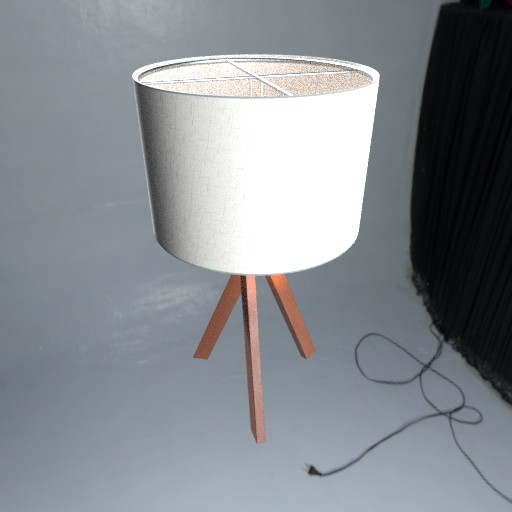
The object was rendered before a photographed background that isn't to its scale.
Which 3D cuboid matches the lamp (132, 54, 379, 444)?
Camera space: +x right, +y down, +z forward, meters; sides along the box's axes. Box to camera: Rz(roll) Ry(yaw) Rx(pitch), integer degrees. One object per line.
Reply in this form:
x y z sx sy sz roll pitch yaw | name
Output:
0.000 0.000 0.878 0.380 0.686 0.380 -9 33 -15 | lamp
